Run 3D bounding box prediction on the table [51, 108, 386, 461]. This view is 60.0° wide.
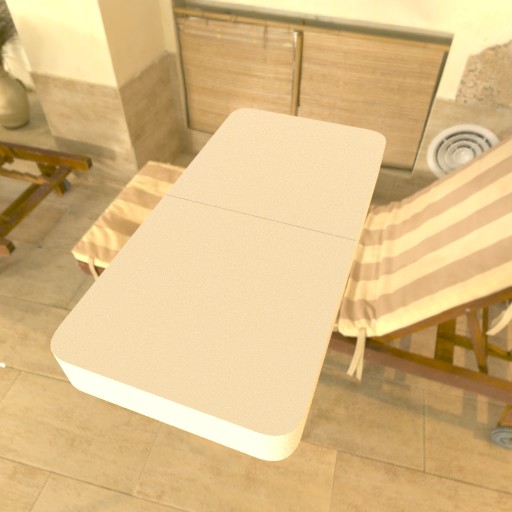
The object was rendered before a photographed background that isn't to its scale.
[{"bbox_3d":[0.000,0.000,1.432,0.600,0.340,1.200,15,48,14],"label":"table"}]
